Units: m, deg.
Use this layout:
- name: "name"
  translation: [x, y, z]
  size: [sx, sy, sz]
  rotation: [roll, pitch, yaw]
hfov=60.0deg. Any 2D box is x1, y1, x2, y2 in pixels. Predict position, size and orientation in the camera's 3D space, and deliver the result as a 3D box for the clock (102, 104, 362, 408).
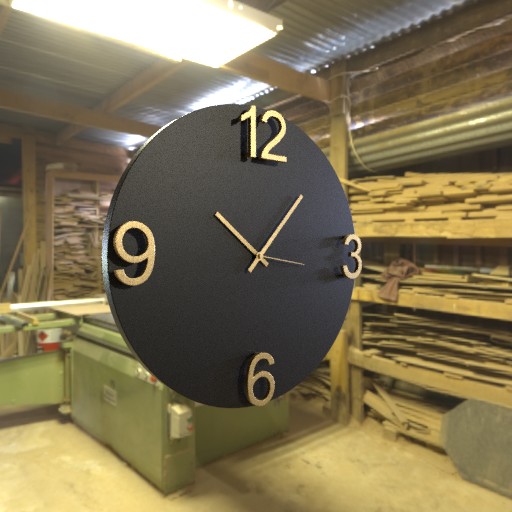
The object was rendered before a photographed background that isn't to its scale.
- name: "clock"
  translation: [0.000, 0.000, 0.675]
  size: [0.454, 0.454, 0.038]
  rotation: [0, 0, -37]
